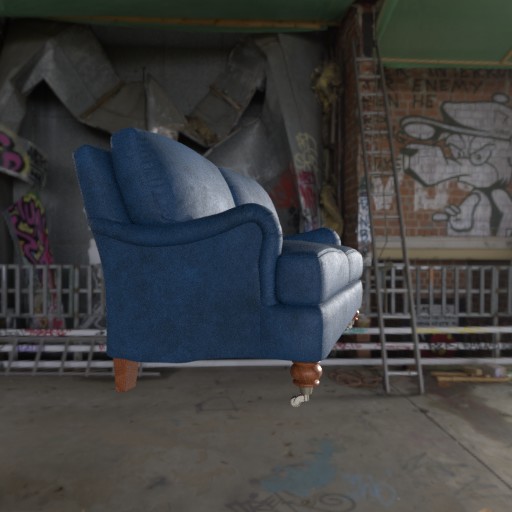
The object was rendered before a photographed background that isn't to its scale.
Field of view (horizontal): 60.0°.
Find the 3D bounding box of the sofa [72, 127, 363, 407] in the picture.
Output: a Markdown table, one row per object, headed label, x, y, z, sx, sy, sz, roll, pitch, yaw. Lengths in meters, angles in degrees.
| label | x | y | z | sx | sy | sz | roll | pitch | yaw |
| --- | --- | --- | --- | --- | --- | --- | --- | --- | --- |
| sofa | 0.000 | 0.000 | 2.543 | 1.084 | 1.101 | 1.853 | 0 | 1 | 18 |
